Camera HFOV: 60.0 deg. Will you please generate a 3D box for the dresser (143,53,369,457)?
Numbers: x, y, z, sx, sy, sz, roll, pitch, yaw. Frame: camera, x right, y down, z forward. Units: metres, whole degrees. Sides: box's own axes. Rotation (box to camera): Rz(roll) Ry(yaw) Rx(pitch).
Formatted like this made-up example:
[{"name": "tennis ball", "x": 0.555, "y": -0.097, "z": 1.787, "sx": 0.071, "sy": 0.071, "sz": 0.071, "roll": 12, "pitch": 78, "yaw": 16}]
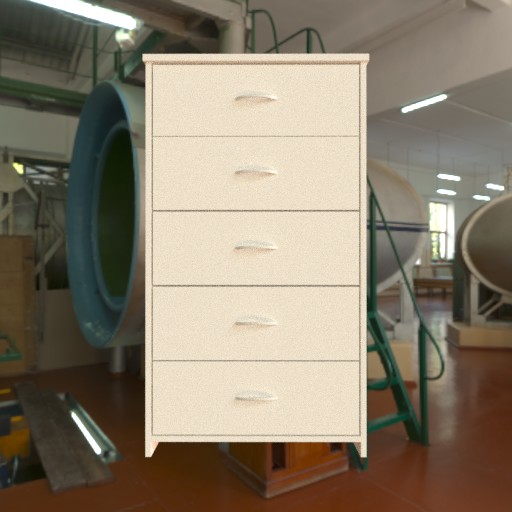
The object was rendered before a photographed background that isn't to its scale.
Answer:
[{"name": "dresser", "x": 0.000, "y": 0.000, "z": 1.560, "sx": 0.704, "sy": 1.255, "sz": 0.399, "roll": 0, "pitch": 0, "yaw": 0}]
